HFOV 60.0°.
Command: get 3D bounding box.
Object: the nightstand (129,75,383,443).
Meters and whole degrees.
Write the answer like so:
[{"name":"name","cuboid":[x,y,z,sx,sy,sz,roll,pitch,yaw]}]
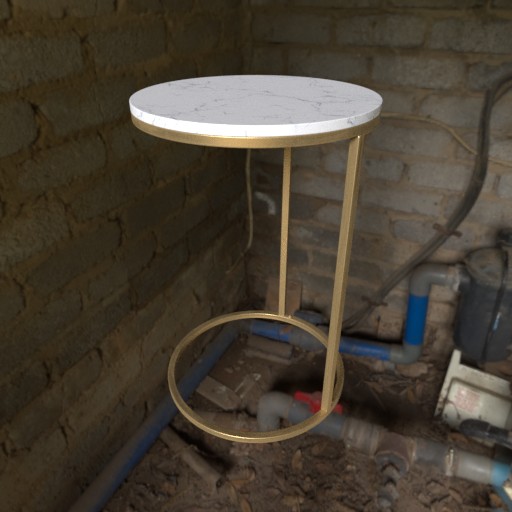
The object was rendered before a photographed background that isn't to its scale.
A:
[{"name":"nightstand","cuboid":[0.000,0.000,0.875,0.400,0.610,0.400,-7,31,-12]}]
